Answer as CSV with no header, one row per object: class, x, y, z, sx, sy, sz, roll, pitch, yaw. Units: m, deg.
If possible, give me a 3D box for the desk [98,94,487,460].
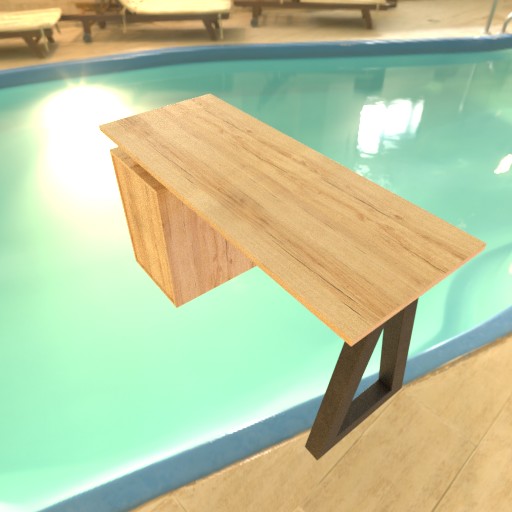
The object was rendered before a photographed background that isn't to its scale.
desk,0.000,0.000,1.781,0.550,0.760,1.400,-27,48,-28
